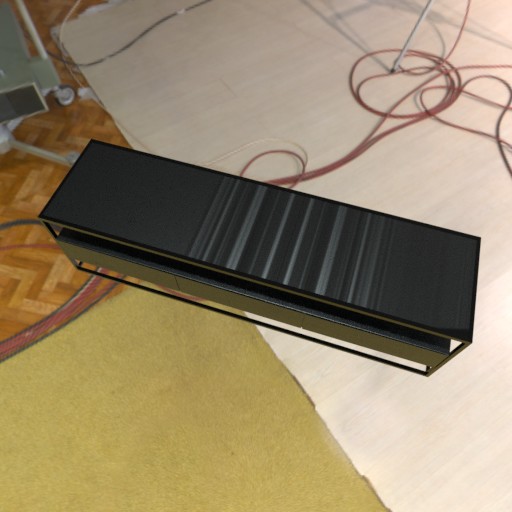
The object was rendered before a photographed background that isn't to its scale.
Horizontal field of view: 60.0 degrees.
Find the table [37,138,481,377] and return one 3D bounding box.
[{"bbox_3d":[0.000,0.000,1.703,1.486,0.395,0.399,16,61,9],"label":"table"}]
